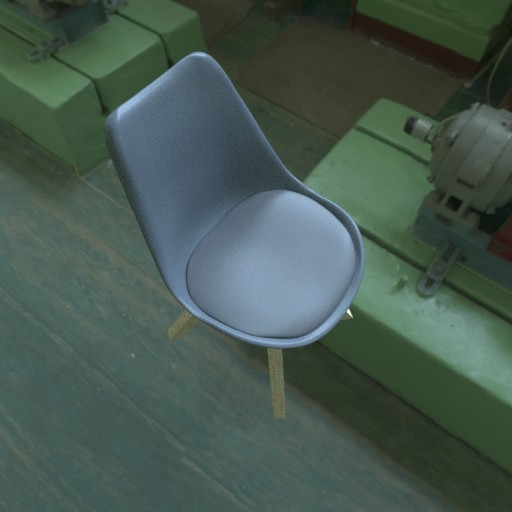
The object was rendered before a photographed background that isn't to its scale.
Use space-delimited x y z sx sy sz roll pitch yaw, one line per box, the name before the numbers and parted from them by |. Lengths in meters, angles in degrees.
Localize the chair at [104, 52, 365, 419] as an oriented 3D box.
chair | 0.000 0.000 1.173 0.550 0.850 0.485 32 63 18
